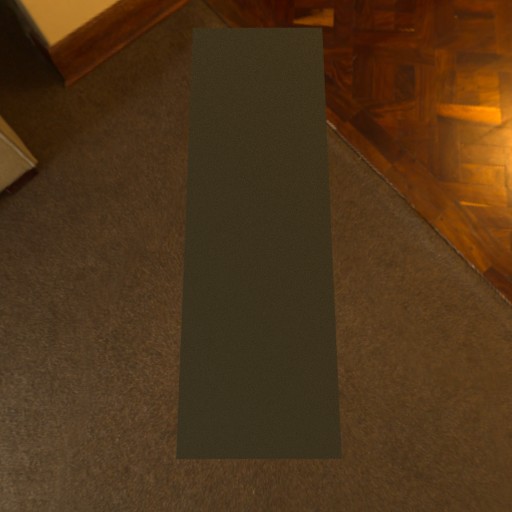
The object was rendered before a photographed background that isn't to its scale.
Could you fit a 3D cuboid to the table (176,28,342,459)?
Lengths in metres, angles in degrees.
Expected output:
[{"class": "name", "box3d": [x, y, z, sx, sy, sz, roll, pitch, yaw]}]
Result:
[{"class": "table", "box3d": [0.000, 0.000, 1.600, 0.400, 0.855, 1.200, 0, 76, 0]}]
